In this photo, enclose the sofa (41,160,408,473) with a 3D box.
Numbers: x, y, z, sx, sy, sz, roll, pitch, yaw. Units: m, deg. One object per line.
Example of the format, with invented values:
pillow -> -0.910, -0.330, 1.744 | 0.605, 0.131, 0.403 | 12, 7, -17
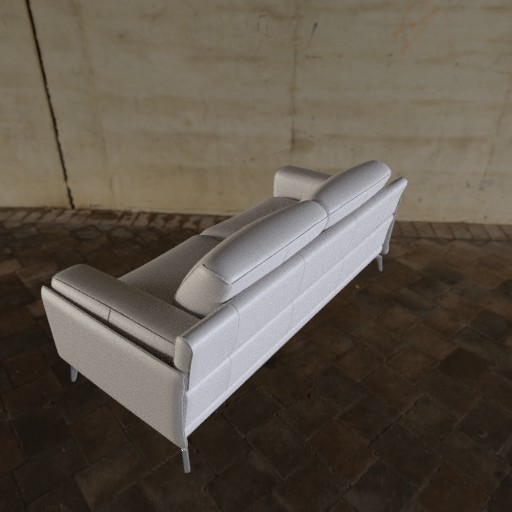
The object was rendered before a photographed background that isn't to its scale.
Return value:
sofa -> 0.000, 0.000, 2.559 | 1.049, 0.930, 2.101 | 21, 36, 31
